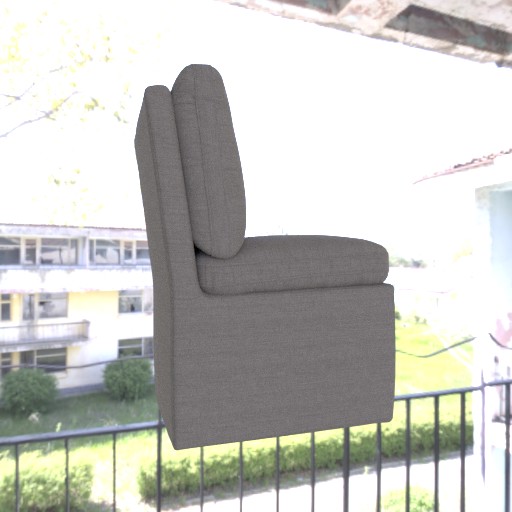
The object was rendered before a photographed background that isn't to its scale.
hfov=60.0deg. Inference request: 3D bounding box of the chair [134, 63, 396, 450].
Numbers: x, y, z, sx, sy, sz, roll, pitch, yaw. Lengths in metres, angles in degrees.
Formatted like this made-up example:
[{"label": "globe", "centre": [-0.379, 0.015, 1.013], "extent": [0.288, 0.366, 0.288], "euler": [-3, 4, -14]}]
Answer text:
[{"label": "chair", "centre": [0.000, 0.000, 1.344], "extent": [0.698, 0.927, 0.503], "euler": [0, 0, -18]}]
